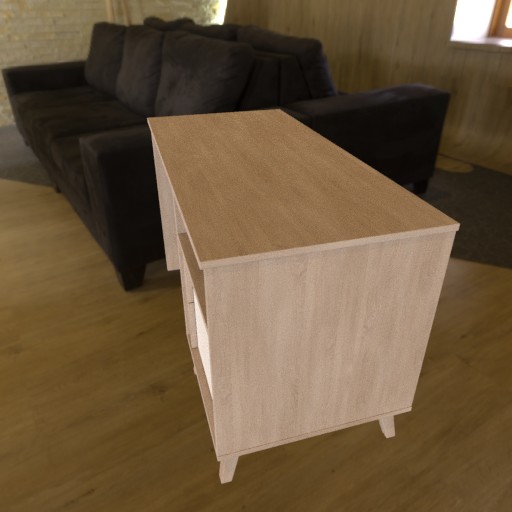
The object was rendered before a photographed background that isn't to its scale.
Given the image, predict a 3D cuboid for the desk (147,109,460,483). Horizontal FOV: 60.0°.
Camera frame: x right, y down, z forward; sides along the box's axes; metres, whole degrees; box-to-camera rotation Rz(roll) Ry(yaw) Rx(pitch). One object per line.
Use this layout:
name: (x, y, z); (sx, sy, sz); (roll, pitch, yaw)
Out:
desk: (0.000, 0.000, 1.648); (0.600, 0.770, 1.251); (-9, 31, -14)
